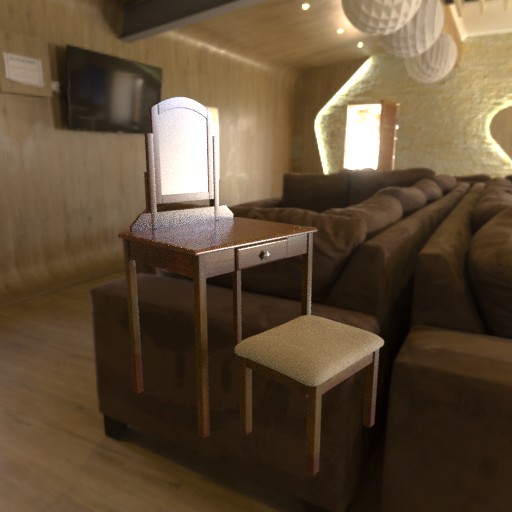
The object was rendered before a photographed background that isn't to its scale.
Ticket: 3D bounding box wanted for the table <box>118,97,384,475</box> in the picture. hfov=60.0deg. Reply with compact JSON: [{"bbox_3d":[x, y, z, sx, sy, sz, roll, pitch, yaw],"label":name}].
[{"bbox_3d":[0.000,0.000,2.256,1.211,1.631,0.876,12,17,43],"label":"table"}]
